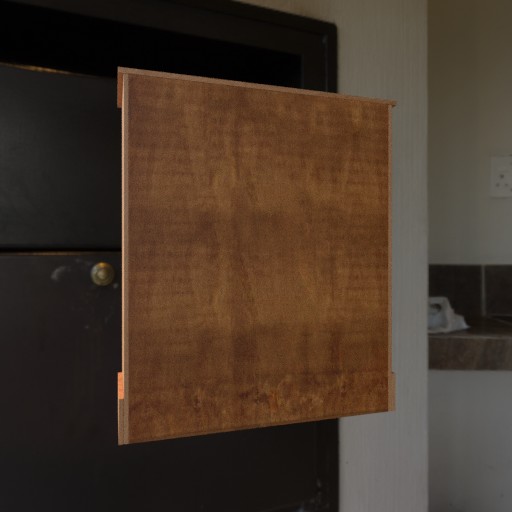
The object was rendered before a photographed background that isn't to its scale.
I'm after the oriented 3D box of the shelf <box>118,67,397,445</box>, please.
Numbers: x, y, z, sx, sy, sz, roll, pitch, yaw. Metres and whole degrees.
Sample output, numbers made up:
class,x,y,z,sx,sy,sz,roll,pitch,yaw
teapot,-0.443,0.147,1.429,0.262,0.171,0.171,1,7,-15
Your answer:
class,x,y,z,sx,sy,sz,roll,pitch,yaw
shelf,0.000,0.000,1.413,0.840,0.980,0.291,0,0,-18
